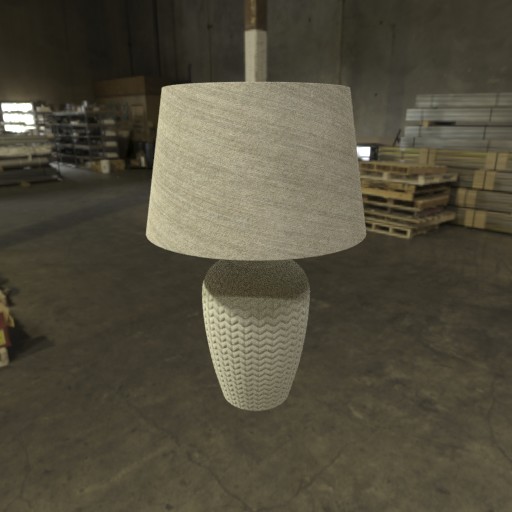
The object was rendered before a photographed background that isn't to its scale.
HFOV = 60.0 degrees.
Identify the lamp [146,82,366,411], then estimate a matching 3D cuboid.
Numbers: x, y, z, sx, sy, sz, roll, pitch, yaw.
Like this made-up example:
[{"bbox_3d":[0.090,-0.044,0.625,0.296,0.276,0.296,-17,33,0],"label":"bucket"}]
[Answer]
[{"bbox_3d":[0.000,0.000,0.822,0.390,0.580,0.390,0,17,0],"label":"lamp"}]
